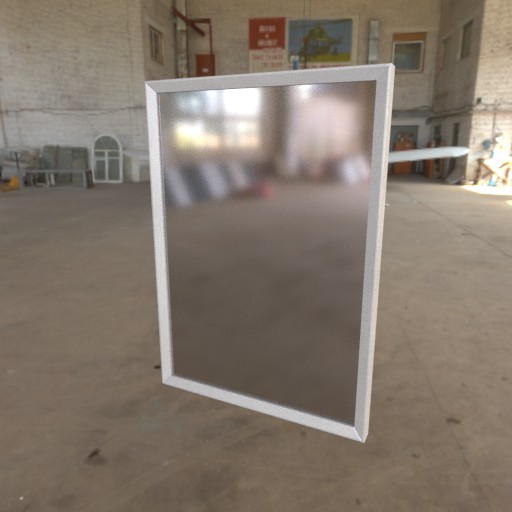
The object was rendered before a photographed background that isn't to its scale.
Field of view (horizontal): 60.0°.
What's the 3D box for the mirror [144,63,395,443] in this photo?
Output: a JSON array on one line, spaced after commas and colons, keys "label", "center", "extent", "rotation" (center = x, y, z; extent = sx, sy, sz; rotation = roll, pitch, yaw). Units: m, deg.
[{"label": "mirror", "center": [0.000, 0.000, 0.929], "extent": [0.507, 0.710, 0.039], "rotation": [7, 16, 26]}]
